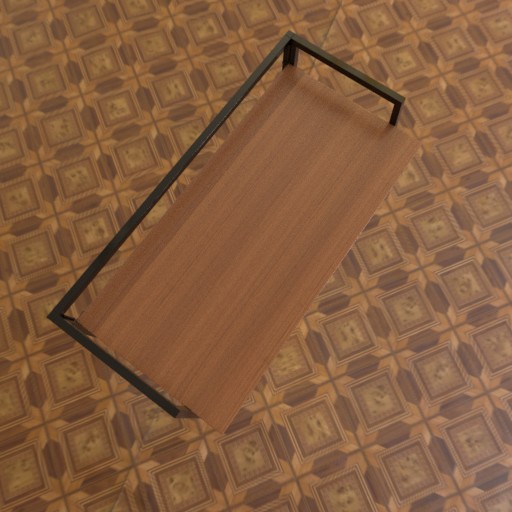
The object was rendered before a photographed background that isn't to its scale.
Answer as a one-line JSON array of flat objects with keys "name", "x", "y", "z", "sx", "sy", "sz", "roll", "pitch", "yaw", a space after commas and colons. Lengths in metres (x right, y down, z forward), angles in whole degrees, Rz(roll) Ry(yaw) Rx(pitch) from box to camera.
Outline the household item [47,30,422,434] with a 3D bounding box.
[{"name": "household item", "x": 0.000, "y": 0.000, "z": 1.567, "sx": 0.510, "sy": 0.860, "sz": 1.050, "roll": 35, "pitch": 77, "yaw": 9}]
